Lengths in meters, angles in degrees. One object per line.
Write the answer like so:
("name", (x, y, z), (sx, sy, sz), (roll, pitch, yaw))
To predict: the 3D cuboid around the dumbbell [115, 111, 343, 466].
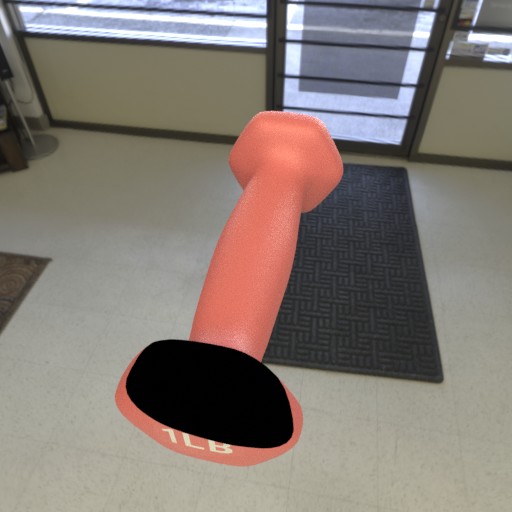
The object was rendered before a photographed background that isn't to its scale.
("dumbbell", (0.000, 0.000, 0.144), (0.047, 0.043, 0.123), (9, 47, 9))
